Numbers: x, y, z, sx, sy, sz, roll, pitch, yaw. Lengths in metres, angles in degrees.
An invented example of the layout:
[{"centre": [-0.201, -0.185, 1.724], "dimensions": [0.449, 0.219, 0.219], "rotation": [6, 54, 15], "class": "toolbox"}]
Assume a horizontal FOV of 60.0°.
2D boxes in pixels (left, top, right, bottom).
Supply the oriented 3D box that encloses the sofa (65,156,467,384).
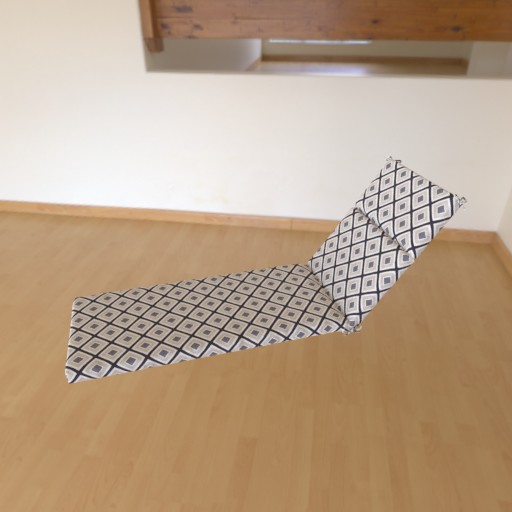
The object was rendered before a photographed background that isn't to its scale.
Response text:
[{"centre": [0.000, 0.000, 1.965], "dimensions": [1.663, 0.622, 0.582], "rotation": [-8, 32, -14], "class": "sofa"}]
